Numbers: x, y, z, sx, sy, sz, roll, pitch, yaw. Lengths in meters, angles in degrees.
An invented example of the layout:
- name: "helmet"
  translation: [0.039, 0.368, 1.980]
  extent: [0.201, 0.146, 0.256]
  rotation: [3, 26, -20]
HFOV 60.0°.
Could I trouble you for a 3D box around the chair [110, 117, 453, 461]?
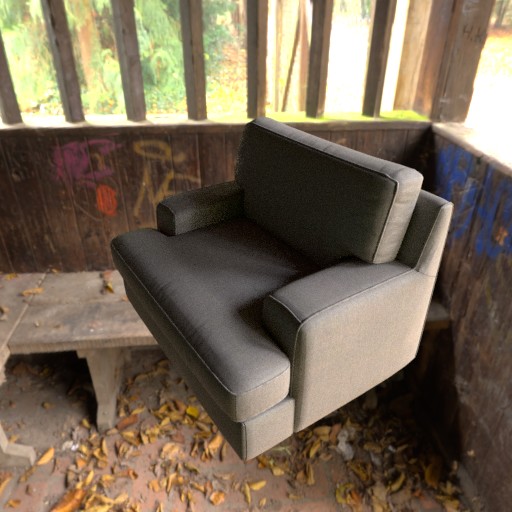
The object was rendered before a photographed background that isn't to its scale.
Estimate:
- name: "chair"
  translation: [0.000, 0.000, 2.032]
  extent: [1.043, 0.974, 1.270]
  rotation: [-19, 36, -28]
